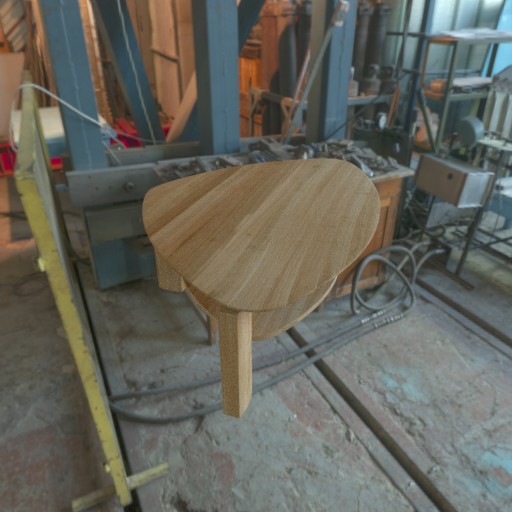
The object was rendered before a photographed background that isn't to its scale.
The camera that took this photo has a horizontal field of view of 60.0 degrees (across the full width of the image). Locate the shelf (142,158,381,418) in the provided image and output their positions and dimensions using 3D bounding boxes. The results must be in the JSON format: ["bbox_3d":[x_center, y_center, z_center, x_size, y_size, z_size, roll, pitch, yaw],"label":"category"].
[{"bbox_3d":[0.000,0.000,1.703,0.863,0.439,1.240,9,31,16],"label":"shelf"}]
